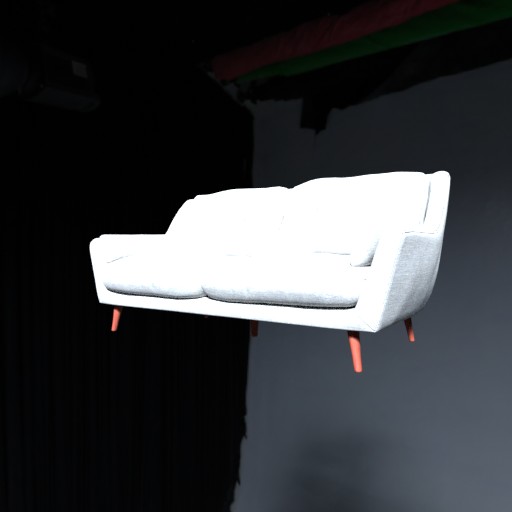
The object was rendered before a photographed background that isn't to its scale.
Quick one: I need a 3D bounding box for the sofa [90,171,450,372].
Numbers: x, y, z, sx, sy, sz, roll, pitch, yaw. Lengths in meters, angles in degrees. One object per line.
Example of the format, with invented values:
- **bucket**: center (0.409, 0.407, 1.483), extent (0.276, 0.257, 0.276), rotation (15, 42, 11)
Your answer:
- **sofa**: center (0.000, 0.000, 2.463), extent (1.930, 0.897, 0.976), rotation (0, 0, 37)
